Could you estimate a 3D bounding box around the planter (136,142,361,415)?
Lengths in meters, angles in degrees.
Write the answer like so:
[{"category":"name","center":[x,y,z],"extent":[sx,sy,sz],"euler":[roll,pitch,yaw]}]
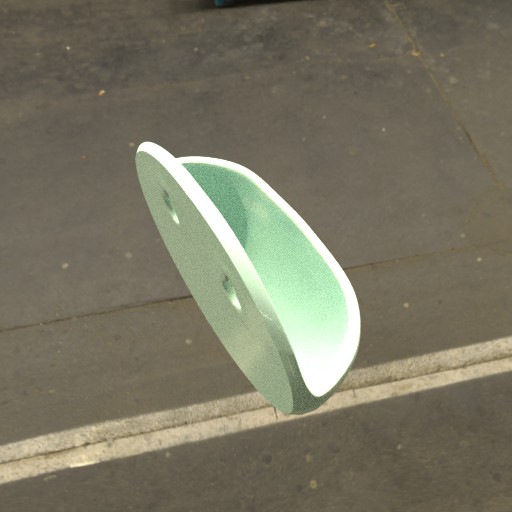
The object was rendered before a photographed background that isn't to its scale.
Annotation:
[{"category":"planter","center":[0.000,0.000,0.277],"extent":[0.073,0.164,0.189],"euler":[-29,63,-17]}]
